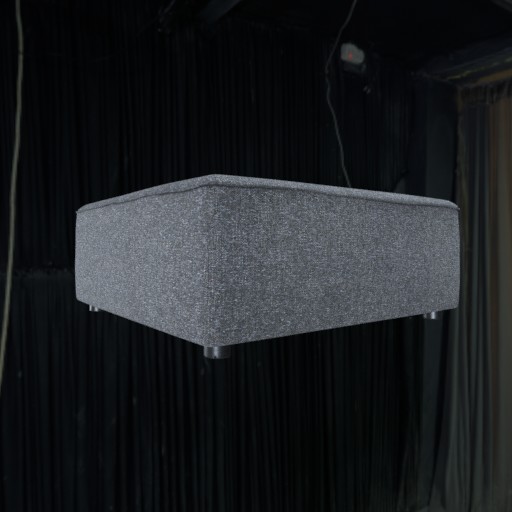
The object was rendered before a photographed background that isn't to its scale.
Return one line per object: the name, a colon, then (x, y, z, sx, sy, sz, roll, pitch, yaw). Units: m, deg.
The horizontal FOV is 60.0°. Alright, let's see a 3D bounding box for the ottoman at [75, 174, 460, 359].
ottoman: (0.000, 0.000, 1.606, 1.021, 0.423, 1.017, -1, 2, -36)
